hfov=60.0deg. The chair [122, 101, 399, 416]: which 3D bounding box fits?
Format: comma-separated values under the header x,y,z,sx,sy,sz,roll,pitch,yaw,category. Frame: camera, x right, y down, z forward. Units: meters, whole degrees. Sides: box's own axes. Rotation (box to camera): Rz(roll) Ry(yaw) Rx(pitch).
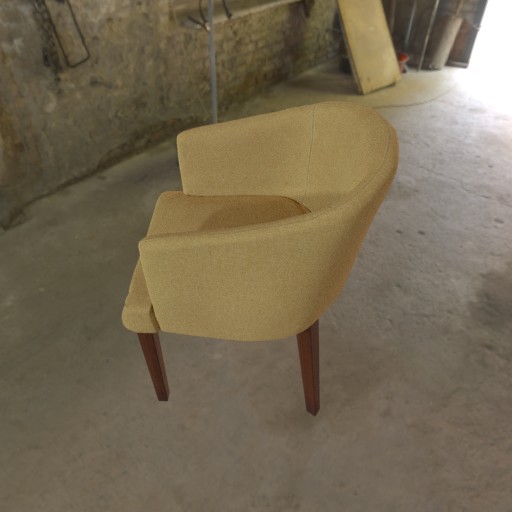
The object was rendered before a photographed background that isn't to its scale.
x,y,z,sx,sy,sz,roll,pitch,yaw,category
0.000,0.000,1.294,0.655,0.811,0.583,1,42,1,chair
